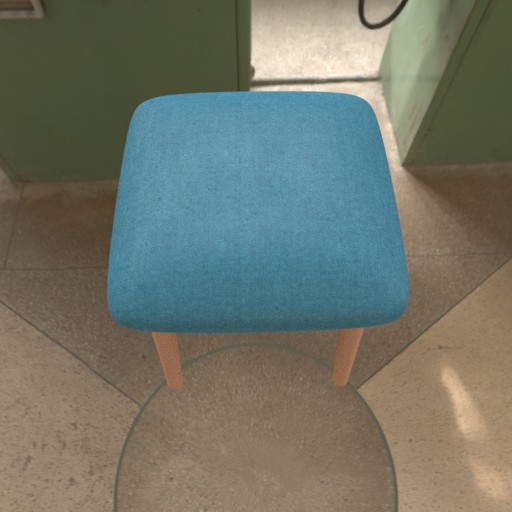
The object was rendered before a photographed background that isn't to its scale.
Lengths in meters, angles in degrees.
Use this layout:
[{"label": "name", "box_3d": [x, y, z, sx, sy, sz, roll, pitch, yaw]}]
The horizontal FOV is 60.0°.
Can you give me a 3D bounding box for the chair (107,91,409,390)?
[{"label": "chair", "box_3d": [0.000, 0.000, 0.728, 0.360, 0.450, 0.360, -1, 63, -1]}]
